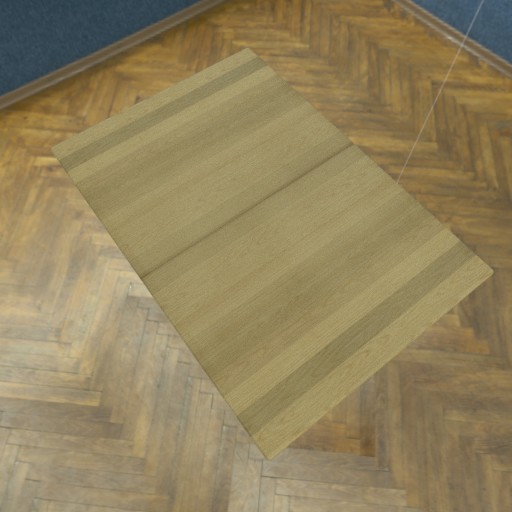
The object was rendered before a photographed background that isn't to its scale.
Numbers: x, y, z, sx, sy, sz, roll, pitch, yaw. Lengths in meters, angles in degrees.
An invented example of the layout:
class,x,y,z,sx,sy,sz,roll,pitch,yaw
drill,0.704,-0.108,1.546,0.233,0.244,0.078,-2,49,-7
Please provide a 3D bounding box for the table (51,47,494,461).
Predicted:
class,x,y,z,sx,sy,sz,roll,pitch,yaw
table,0.000,0.000,1.839,0.900,0.770,1.300,-34,68,-16
